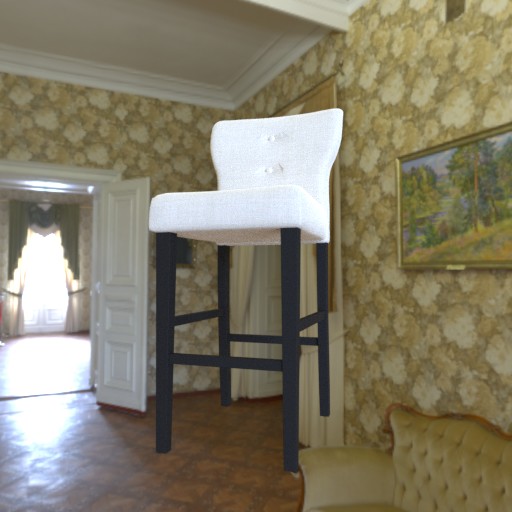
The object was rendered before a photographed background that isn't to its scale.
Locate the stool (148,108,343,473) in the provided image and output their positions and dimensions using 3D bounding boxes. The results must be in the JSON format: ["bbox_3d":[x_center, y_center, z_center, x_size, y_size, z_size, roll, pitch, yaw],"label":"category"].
[{"bbox_3d":[0.000,0.000,1.463,0.516,1.124,0.603,-1,-3,19],"label":"stool"}]
